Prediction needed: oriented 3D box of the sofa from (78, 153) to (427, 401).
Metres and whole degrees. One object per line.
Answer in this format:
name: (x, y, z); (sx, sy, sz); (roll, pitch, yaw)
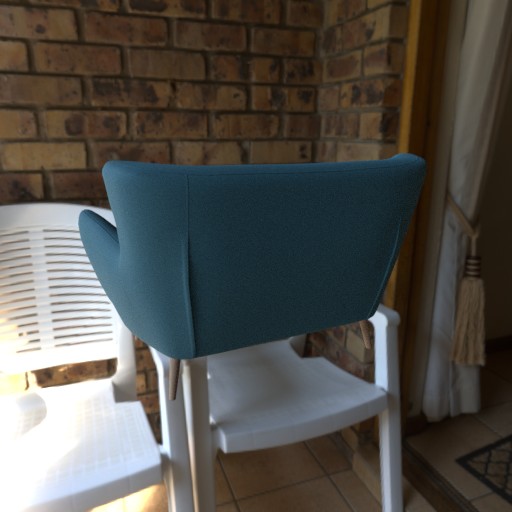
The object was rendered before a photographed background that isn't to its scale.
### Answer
sofa: (0.000, 0.000, 1.977); (1.397, 0.889, 0.889); (-7, 17, -25)
